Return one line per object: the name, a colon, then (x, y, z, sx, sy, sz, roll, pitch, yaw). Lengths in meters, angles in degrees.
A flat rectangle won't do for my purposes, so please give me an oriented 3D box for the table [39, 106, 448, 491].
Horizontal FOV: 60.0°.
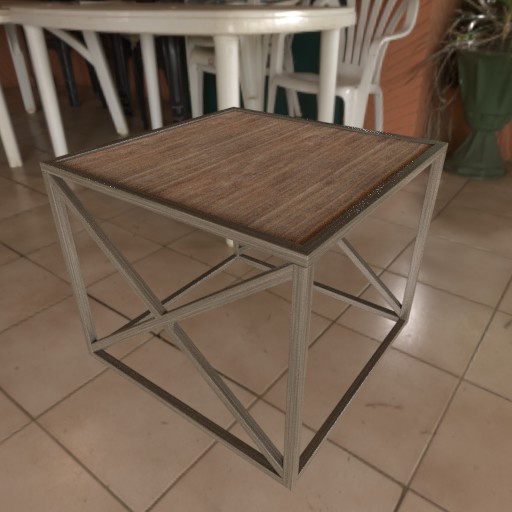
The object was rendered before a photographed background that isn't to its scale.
table: (0.000, 0.000, 1.056, 0.611, 0.507, 0.609, 21, 36, 31)
